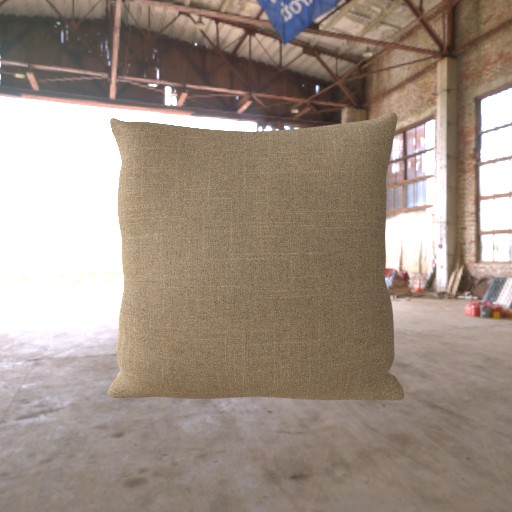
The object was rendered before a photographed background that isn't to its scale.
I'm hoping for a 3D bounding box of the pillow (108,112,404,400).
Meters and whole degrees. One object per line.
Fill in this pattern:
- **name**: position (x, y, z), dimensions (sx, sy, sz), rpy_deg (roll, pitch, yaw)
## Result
- **pillow**: position (0.000, 0.000, 0.664), dimensions (0.439, 0.427, 0.182), rpy_deg (0, 1, 0)
